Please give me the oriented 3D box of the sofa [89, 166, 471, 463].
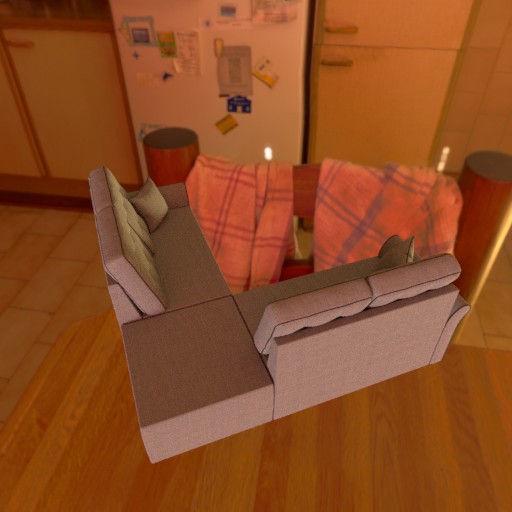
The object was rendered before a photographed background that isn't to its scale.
[{"bbox_3d":[0.000,0.000,3.256,2.068,0.988,2.070,-14,42,-16],"label":"sofa"}]
